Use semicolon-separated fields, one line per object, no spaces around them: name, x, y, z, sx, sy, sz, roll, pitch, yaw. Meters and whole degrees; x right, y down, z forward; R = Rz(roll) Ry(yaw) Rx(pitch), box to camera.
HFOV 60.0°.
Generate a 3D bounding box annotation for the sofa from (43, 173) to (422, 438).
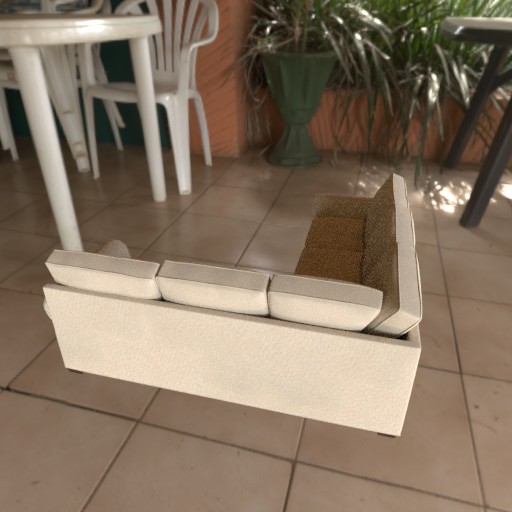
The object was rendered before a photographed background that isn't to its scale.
sofa;0.000;0.000;3.931;2.569;1.054;2.487;7;31;12
